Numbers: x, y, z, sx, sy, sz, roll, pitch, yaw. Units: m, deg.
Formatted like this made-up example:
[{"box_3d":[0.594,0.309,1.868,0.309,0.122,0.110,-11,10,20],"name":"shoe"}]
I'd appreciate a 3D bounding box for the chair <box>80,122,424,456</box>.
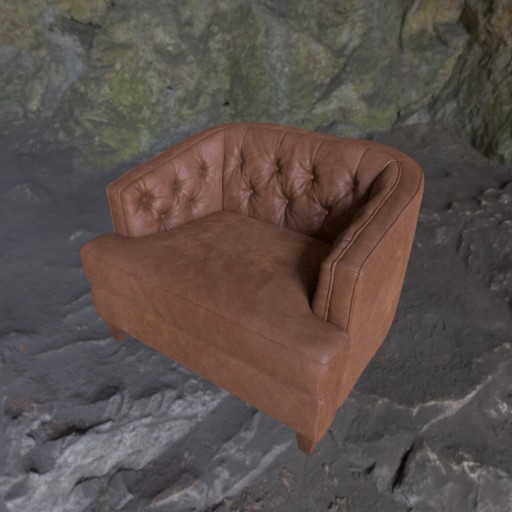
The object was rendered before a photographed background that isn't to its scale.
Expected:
[{"box_3d":[0.000,0.000,1.798,1.119,0.836,0.911,20,36,30],"name":"chair"}]
